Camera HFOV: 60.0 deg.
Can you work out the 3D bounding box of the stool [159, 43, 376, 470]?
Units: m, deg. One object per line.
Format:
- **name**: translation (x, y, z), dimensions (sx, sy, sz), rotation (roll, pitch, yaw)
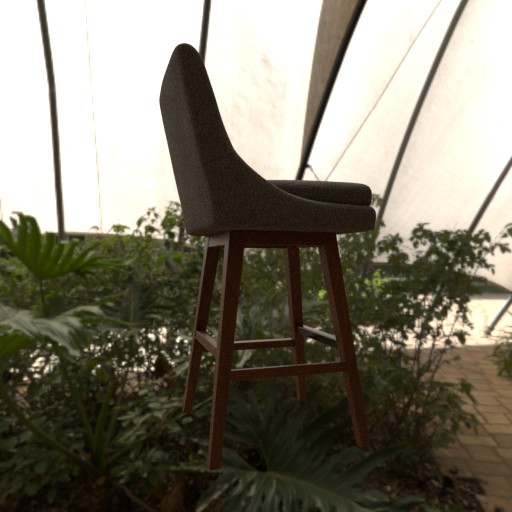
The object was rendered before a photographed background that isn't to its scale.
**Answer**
- **stool**: translation (0.000, 0.000, 1.373), dimensions (0.572, 1.068, 0.489), rotation (0, 0, -18)
